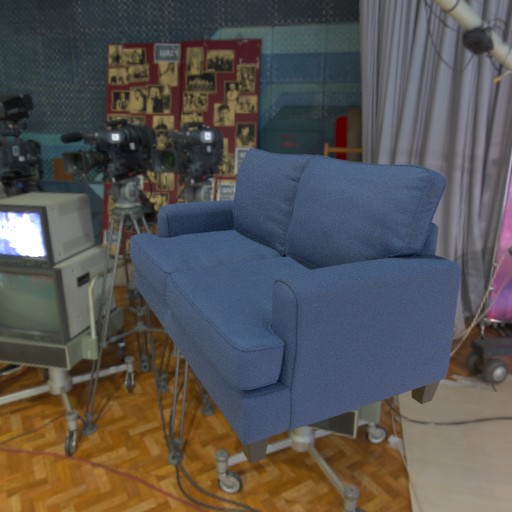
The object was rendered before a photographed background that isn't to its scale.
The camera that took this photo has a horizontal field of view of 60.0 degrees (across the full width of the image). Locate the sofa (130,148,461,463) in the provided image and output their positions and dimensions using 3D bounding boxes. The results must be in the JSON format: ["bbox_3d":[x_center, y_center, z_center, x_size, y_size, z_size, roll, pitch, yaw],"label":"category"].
[{"bbox_3d":[0.000,0.000,2.186,0.965,0.965,1.651,-8,18,-25],"label":"sofa"}]
